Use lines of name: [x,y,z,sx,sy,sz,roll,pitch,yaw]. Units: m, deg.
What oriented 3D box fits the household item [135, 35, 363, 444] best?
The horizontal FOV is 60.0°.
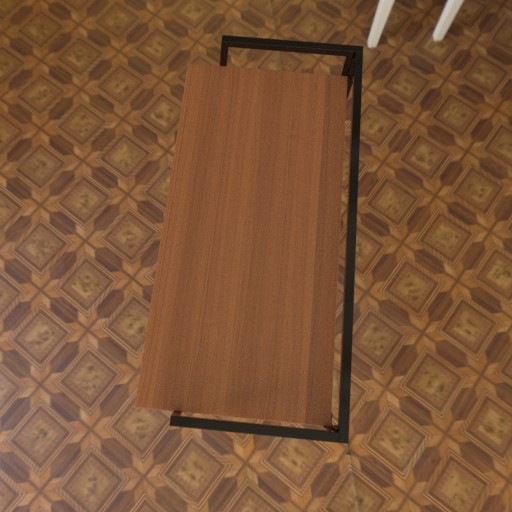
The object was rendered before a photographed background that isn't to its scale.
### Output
household item: [0.000,0.000,1.533,0.510,0.860,1.050,5,75,1]
